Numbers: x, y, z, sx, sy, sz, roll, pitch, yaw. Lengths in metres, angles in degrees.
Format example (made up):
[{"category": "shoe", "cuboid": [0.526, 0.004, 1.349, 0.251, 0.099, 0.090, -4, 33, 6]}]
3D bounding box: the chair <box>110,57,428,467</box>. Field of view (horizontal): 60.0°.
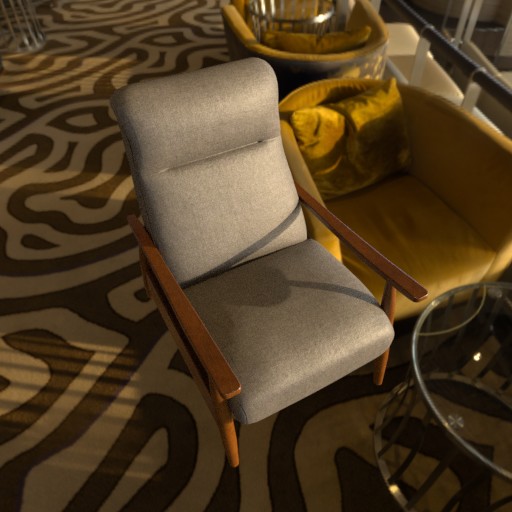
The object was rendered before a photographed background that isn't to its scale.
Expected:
[{"category": "chair", "cuboid": [0.000, 0.000, 1.707, 0.762, 1.081, 1.014, -22, 49, -20]}]
